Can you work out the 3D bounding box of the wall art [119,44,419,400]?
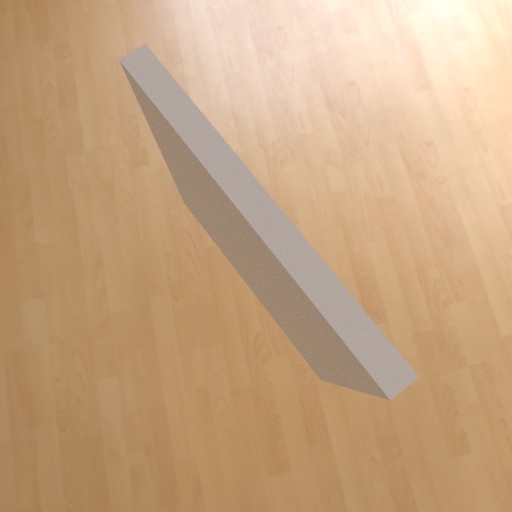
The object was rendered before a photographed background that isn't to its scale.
[{"bbox_3d":[0.000,0.000,0.526,0.027,0.355,0.355,-37,79,-8],"label":"wall art"}]
